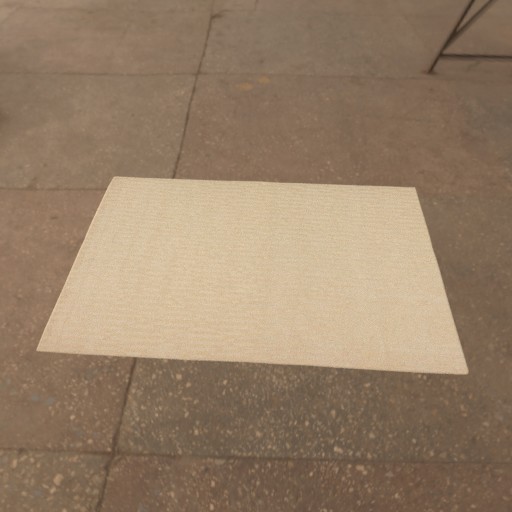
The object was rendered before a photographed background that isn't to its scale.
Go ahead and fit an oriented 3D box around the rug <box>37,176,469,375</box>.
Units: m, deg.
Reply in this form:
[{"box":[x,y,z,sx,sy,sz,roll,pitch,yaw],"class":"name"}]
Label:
[{"box":[0.000,0.000,2.286,1.848,0.014,1.238,2,47,2],"class":"rug"}]
